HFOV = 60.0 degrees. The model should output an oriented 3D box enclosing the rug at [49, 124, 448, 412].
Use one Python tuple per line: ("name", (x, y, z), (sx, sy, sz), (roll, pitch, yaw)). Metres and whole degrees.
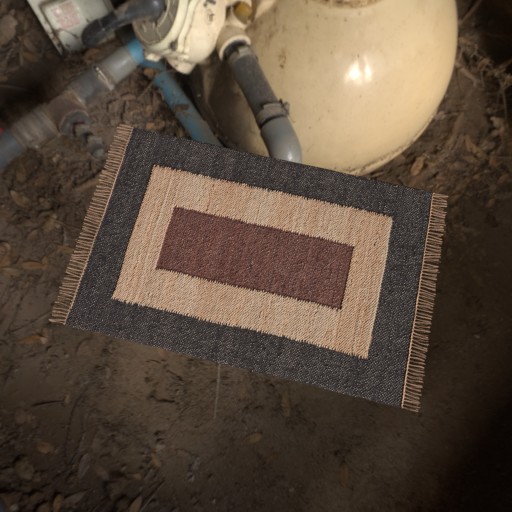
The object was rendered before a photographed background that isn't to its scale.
("rug", (0.000, 0.000, 2.475), (2.021, 0.027, 1.224), (13, 76, 3))
